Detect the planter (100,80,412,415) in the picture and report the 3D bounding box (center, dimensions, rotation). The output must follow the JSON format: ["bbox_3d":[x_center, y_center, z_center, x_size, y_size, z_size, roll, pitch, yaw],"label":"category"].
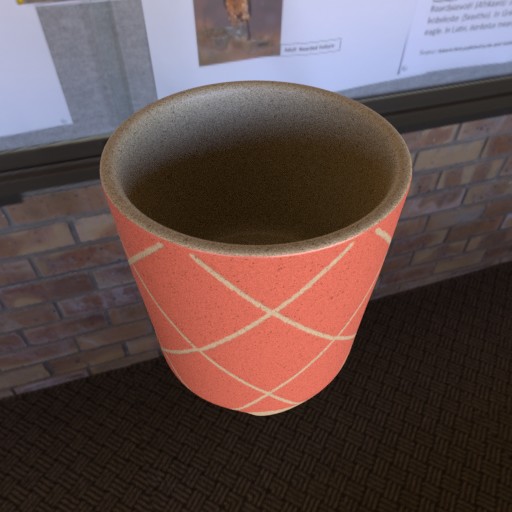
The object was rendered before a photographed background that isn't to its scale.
[{"bbox_3d":[0.000,0.000,0.414,0.227,0.235,0.227,0,46,0],"label":"planter"}]
